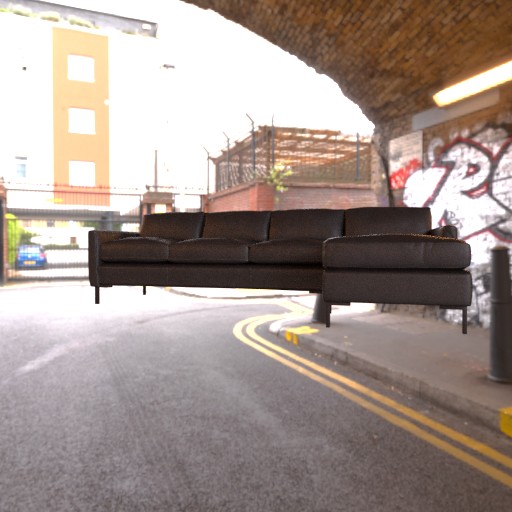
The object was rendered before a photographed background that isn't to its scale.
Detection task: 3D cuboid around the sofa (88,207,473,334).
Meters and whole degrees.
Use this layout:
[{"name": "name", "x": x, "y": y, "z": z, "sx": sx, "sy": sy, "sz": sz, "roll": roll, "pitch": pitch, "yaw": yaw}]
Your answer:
[{"name": "sofa", "x": 0.000, "y": 0.000, "z": 3.599, "sx": 2.993, "sy": 0.859, "sz": 1.471, "roll": 0, "pitch": 1, "yaw": 16}]
